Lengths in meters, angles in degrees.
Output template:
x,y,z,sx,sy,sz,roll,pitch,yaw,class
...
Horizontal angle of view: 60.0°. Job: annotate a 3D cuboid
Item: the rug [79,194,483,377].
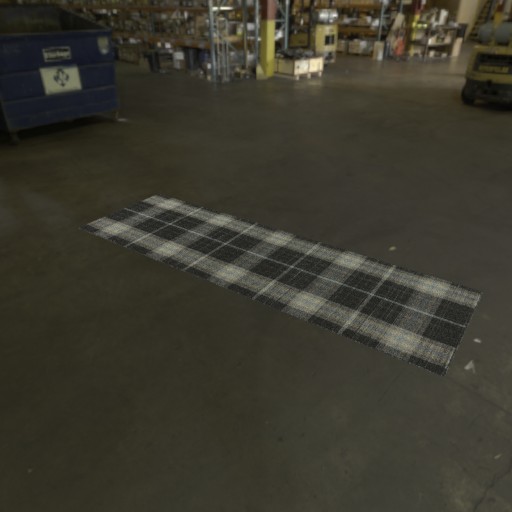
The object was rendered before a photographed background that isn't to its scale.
x,y,z,sx,sy,sz,roll,pitch,yaw,class
0.000,0.000,2.702,2.434,0.012,0.760,19,35,30,rug
